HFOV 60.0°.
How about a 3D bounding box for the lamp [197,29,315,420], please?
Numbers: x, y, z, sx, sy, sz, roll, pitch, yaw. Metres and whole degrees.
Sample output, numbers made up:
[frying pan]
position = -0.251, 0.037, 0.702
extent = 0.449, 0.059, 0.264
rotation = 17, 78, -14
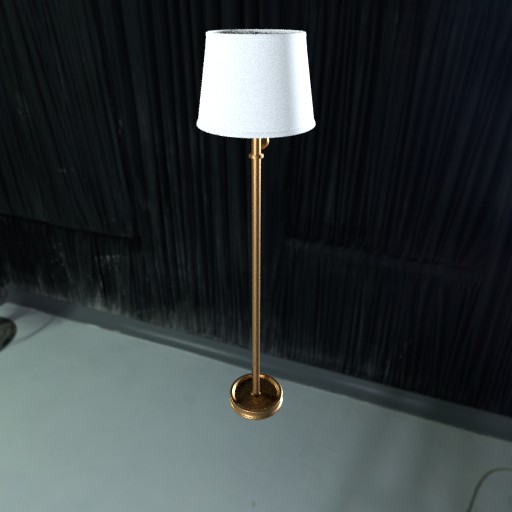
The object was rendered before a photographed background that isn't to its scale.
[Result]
[lamp]
position = 0.000, 0.000, 0.786
extent = 0.178, 0.710, 0.178
rotation = 0, 29, 0
